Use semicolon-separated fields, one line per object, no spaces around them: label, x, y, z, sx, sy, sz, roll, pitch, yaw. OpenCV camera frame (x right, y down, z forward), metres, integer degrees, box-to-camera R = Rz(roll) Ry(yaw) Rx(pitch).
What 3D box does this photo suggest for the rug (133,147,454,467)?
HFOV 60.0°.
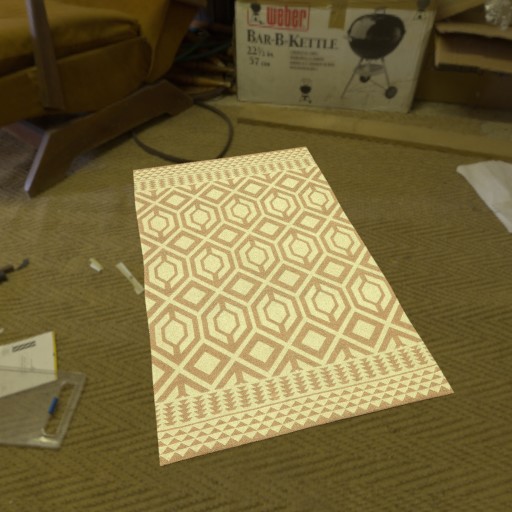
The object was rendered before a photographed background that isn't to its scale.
rug;0.000;0.000;2.999;1.526;0.011;2.435;-10;46;-10
